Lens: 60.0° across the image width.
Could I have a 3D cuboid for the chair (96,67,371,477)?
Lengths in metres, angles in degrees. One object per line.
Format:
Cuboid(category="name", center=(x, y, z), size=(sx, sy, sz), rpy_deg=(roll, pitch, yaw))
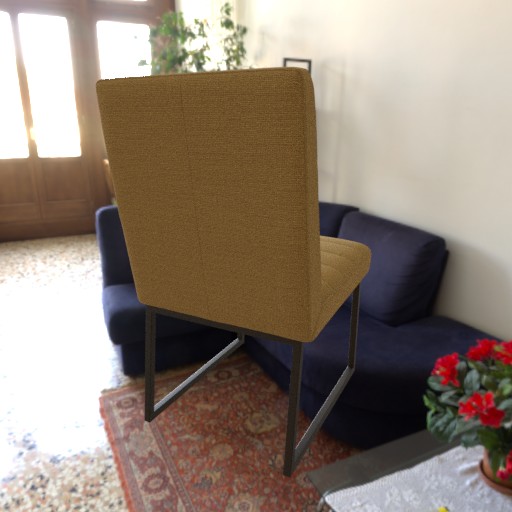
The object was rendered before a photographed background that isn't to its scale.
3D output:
Cuboid(category="chair", center=(0.000, 0.000, 1.267), size=(0.520, 0.930, 0.634), rpy_deg=(9, 19, 27))
